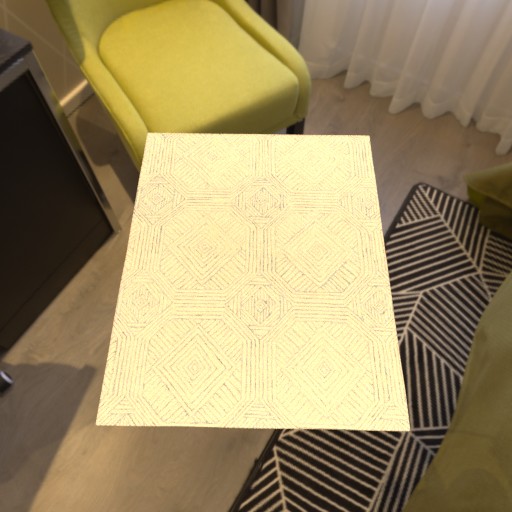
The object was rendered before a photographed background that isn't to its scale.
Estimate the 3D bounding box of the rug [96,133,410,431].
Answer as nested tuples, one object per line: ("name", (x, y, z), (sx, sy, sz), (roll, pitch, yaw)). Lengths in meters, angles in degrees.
("rug", (0.000, 0.000, 4.172), (2.457, 0.015, 3.049), (1, 62, 0))
